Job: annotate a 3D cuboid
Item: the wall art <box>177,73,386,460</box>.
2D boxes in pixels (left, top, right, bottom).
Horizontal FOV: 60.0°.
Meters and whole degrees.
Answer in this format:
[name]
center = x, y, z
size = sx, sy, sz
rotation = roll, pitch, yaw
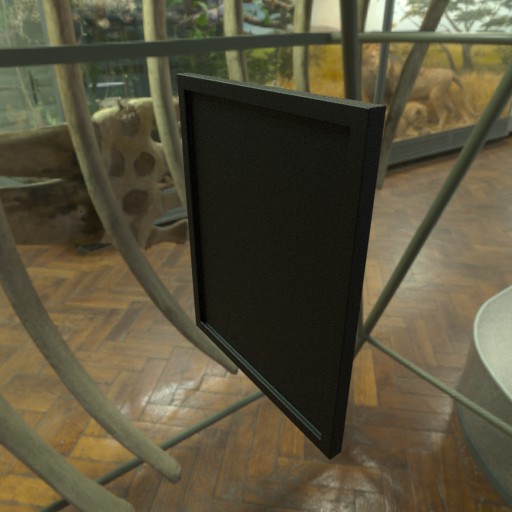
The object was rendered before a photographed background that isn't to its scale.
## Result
[wall art]
center = 0.000, 0.000, 0.774
size = 0.028, 0.559, 0.457
rotation = -18, 33, -31
